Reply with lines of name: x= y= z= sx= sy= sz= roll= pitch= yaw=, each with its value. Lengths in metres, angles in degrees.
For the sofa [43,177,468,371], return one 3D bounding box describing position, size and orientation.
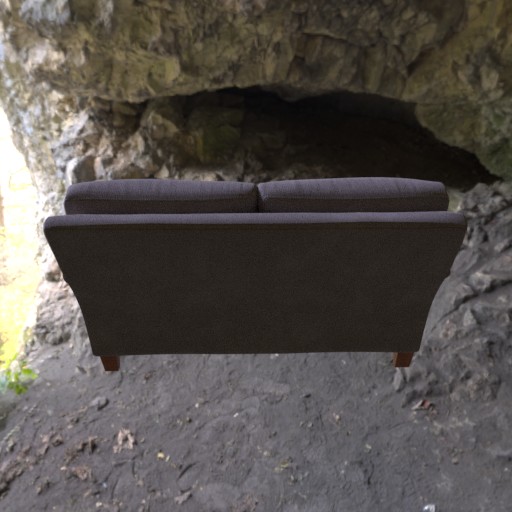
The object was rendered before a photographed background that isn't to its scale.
sofa: x=0.000 y=0.000 z=2.511 sx=1.853 sy=1.101 sz=1.084 roll=-1 pitch=30 yaw=-1
